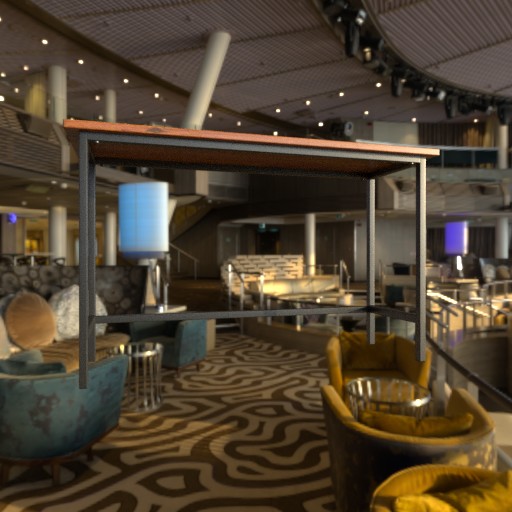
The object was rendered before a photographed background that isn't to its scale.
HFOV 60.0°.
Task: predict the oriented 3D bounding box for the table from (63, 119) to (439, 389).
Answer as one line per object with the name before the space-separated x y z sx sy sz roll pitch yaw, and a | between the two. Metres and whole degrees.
table | 0.000 0.000 1.558 1.204 0.740 0.408 0 0 -16
